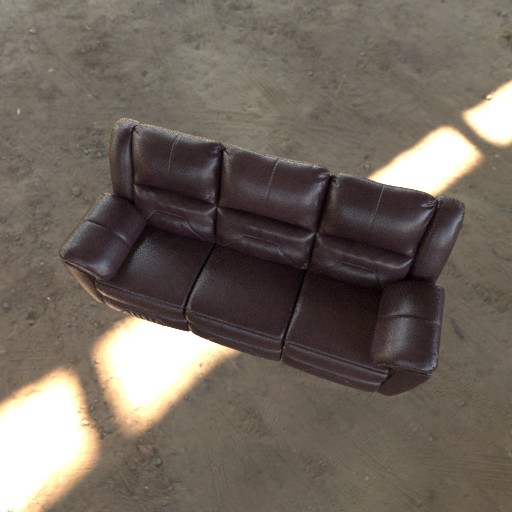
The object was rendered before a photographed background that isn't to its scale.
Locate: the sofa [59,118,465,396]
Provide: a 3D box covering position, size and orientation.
[{"bbox_3d":[0.000,0.000,2.850,2.337,1.043,0.991,16,59,10],"label":"sofa"}]
